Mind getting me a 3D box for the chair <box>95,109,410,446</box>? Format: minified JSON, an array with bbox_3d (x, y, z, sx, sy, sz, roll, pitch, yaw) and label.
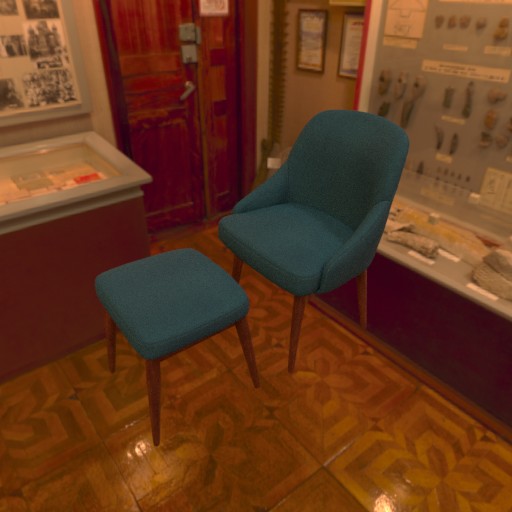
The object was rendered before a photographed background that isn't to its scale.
[{"bbox_3d":[0.000,0.000,1.636,1.114,0.866,0.584,-21,38,-30],"label":"chair"}]
